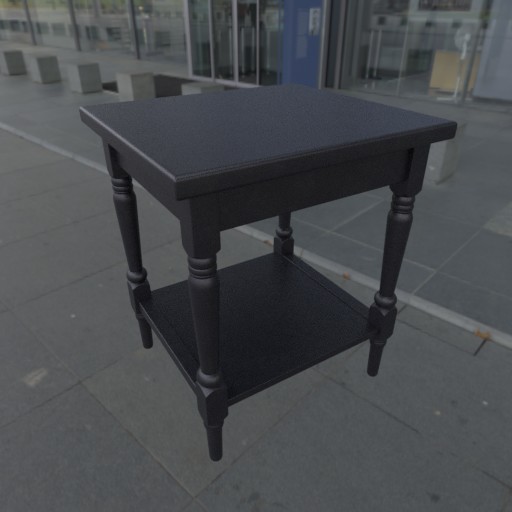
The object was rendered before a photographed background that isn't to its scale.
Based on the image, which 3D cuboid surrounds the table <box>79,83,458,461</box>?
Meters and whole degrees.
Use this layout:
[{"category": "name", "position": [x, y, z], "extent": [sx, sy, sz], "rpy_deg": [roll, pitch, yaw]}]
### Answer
[{"category": "table", "position": [0.000, 0.000, 0.900], "extent": [0.488, 0.565, 0.442], "rpy_deg": [-17, 34, -27]}]
